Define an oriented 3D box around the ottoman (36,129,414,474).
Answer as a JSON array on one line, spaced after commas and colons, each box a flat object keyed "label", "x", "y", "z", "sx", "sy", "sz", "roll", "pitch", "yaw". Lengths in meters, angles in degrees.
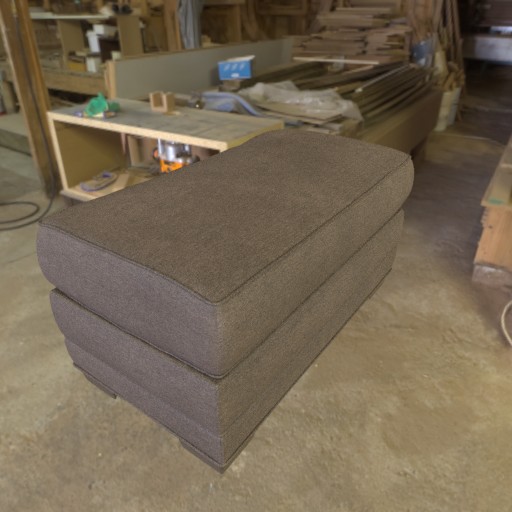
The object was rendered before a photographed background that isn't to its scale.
[{"label": "ottoman", "x": 0.000, "y": 0.000, "z": 1.115, "sx": 0.490, "sy": 0.448, "sz": 0.864, "roll": 20, "pitch": 36, "yaw": 30}]
